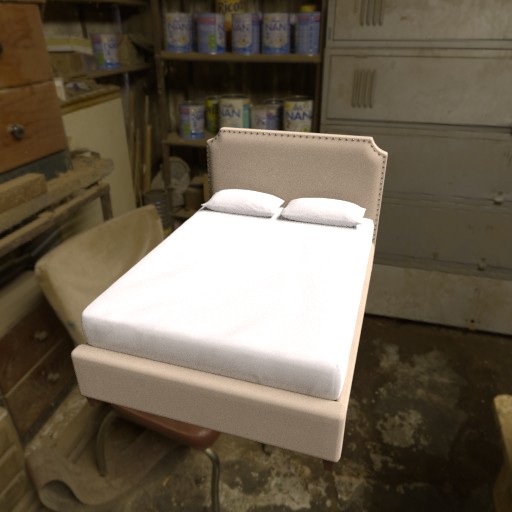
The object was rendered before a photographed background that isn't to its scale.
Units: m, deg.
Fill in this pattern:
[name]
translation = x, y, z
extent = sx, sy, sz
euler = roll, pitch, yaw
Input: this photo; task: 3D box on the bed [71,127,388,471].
[bed]
translation = 0.000, 0.000, 3.394
extent = 1.703, 1.415, 2.329
euler = 8, 29, 16
